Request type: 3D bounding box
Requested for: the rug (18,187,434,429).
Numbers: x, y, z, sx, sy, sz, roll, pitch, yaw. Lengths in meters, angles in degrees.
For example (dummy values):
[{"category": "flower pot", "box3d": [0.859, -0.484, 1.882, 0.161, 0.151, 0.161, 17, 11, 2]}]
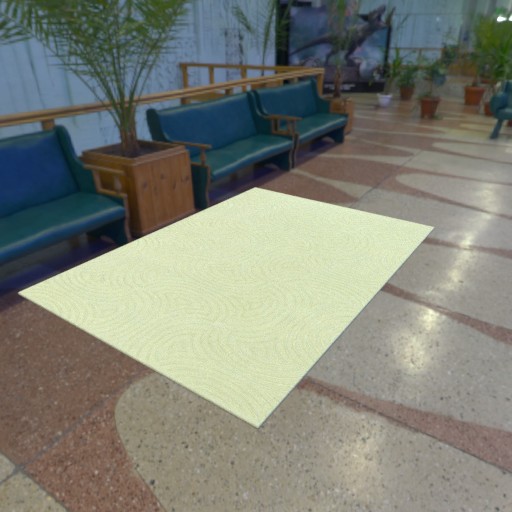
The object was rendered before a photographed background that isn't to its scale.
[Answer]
[{"category": "rug", "box3d": [0.000, 0.000, 2.687, 1.526, 0.015, 2.132, 18, 32, 31]}]
